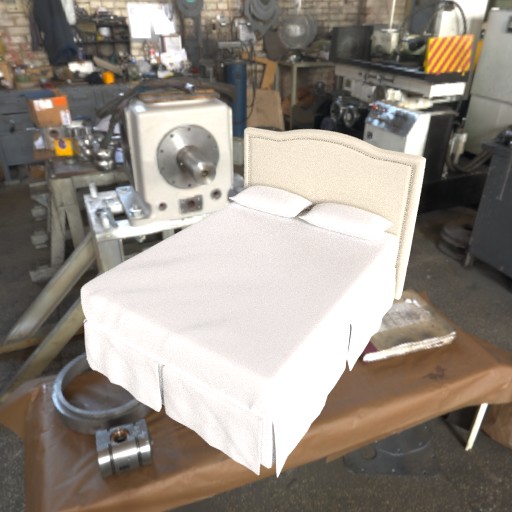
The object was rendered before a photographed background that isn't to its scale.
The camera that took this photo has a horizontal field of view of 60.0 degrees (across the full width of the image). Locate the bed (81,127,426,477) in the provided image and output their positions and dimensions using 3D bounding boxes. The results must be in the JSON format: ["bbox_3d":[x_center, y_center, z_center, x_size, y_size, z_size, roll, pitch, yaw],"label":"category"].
[{"bbox_3d":[0.000,0.000,3.360,1.741,1.449,2.196,19,35,29],"label":"bed"}]
